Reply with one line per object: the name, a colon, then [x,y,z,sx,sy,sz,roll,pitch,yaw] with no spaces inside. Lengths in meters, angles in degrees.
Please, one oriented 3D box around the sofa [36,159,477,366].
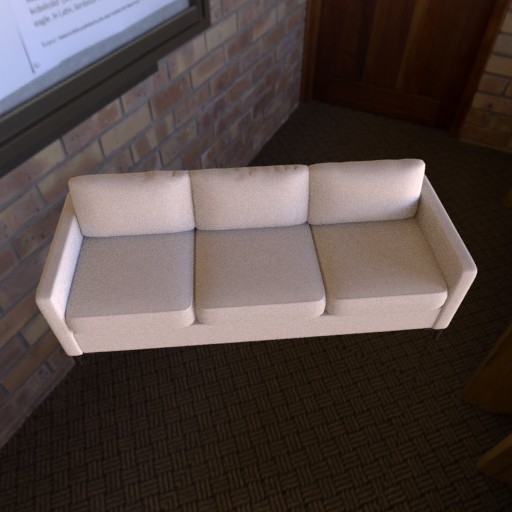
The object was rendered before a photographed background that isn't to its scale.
sofa: [0.000,0.000,2.623,2.218,0.874,0.859,-4,47,-3]
